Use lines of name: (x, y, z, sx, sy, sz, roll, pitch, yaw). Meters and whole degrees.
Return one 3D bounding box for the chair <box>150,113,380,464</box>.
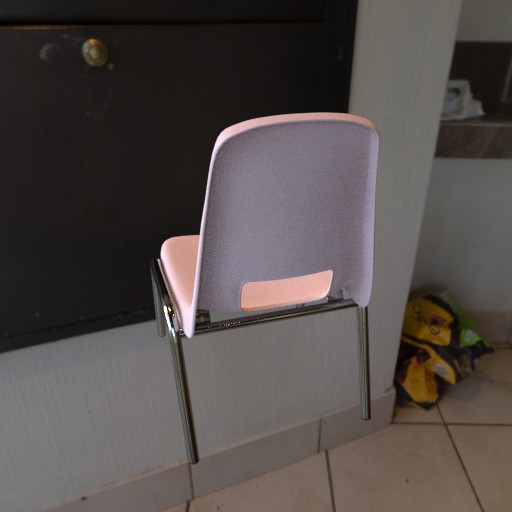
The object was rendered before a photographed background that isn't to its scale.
chair: (0.000, 0.000, 0.773, 0.354, 0.536, 0.385, -8, 28, -15)
